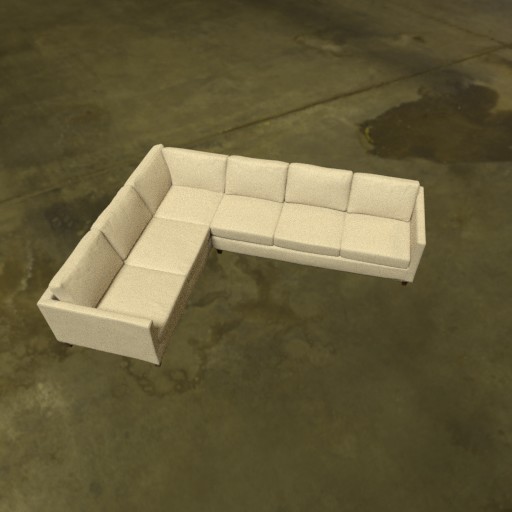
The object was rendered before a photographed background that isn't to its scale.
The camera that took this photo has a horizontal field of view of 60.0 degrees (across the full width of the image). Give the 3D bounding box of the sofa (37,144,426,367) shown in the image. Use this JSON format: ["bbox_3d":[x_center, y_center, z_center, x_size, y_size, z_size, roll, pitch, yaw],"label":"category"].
[{"bbox_3d":[0.000,0.000,4.411,3.182,0.863,2.432,10,46,9],"label":"sofa"}]
